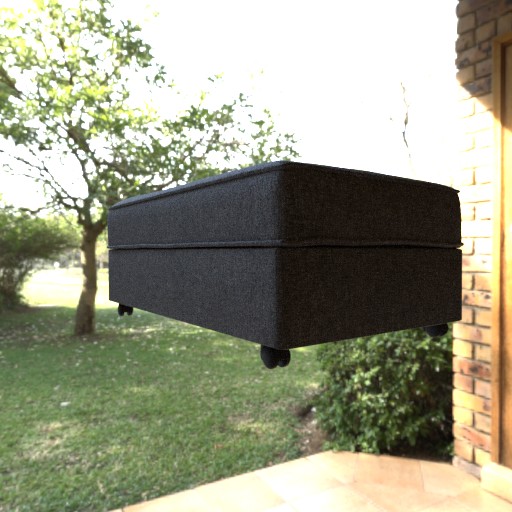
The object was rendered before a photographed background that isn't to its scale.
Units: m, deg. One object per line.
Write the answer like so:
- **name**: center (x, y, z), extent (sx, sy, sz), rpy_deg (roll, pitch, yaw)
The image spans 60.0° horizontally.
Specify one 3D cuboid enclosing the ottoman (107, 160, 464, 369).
- **ottoman**: center (0.000, 0.000, 1.575), extent (0.717, 0.487, 1.184), rpy_deg (0, 1, -36)
